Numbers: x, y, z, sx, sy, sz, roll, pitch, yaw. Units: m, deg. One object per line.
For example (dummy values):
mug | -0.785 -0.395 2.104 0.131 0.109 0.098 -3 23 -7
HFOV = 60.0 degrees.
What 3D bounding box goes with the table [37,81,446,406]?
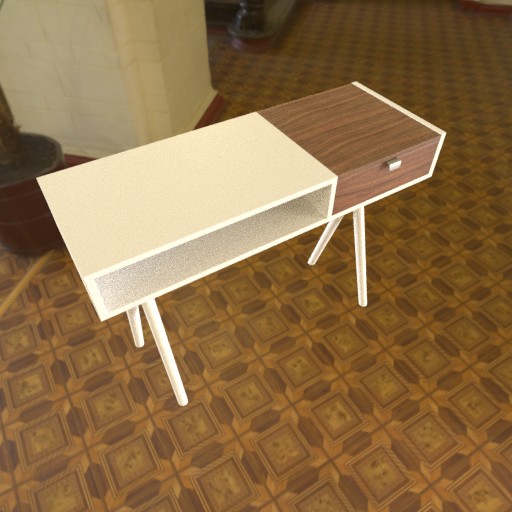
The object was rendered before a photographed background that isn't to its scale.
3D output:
table | 0.000 0.000 1.487 1.066 0.785 0.418 -24 50 -22
